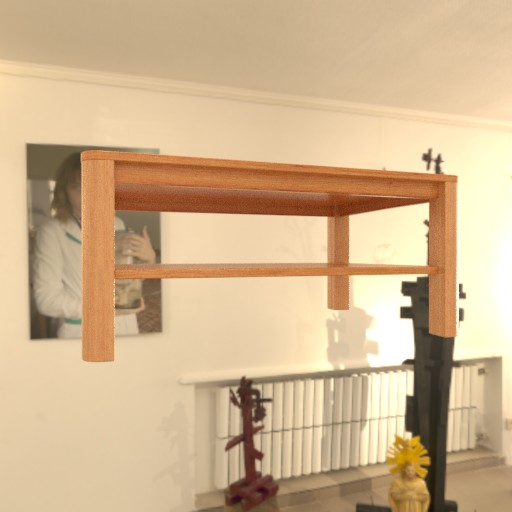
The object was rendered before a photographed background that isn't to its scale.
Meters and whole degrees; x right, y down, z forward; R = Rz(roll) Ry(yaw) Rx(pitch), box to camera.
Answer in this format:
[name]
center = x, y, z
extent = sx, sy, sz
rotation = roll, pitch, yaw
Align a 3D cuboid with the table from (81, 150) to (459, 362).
[table]
center = 0.000, 0.000, 1.403
extent = 0.997, 0.445, 0.696
rotation = 0, 0, -18
